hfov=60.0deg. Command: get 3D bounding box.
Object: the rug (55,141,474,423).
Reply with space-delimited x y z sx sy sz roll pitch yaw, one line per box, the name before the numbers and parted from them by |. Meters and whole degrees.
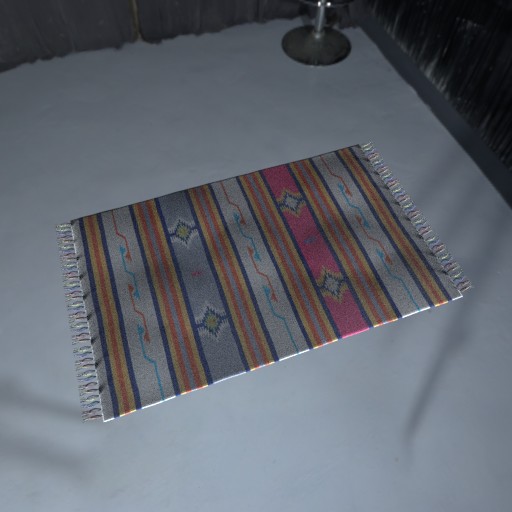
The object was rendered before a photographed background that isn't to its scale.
rug | 0.000 0.000 2.209 1.849 0.013 1.084 -17 59 -10
